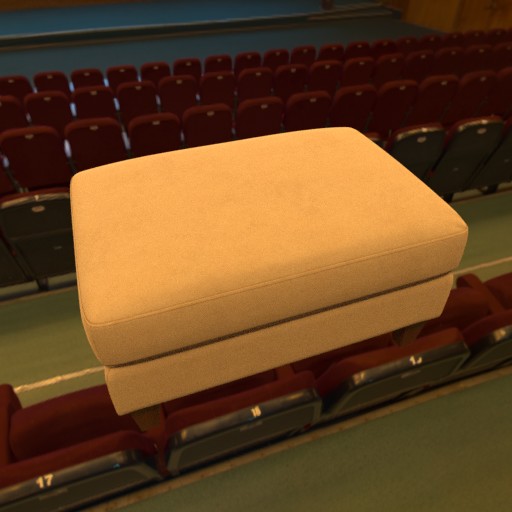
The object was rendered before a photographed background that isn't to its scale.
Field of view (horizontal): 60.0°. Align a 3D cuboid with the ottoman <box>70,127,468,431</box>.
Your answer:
[{"bbox_3d":[0.000,0.000,1.194,0.864,0.483,0.584,-13,43,-15],"label":"ottoman"}]
